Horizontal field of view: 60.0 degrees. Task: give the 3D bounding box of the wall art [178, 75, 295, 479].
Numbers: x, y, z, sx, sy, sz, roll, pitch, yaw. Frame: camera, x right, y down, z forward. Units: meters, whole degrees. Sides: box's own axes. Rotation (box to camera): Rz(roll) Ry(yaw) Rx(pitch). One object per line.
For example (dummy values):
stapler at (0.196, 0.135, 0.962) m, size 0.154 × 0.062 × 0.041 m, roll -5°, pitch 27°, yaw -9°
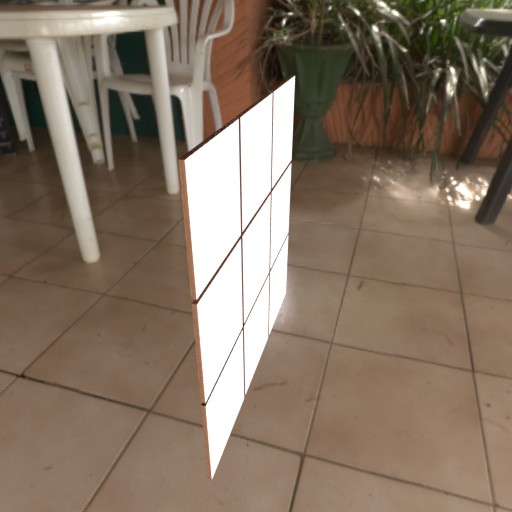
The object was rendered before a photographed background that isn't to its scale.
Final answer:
wall art at (0.000, 0.000, 1.874) m, size 0.017 × 1.246 × 1.256 m, roll 8°, pitch 32°, yaw 14°
